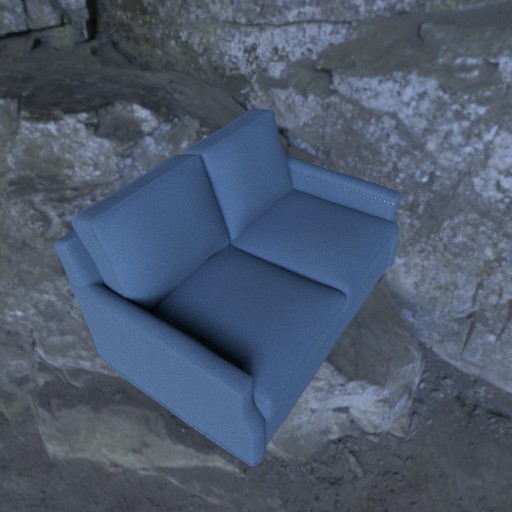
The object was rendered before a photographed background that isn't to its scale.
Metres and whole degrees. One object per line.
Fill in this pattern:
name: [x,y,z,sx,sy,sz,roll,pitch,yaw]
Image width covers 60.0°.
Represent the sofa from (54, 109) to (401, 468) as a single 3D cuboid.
sofa: [0.000,0.000,2.341,1.084,1.003,1.597,24,47,25]
